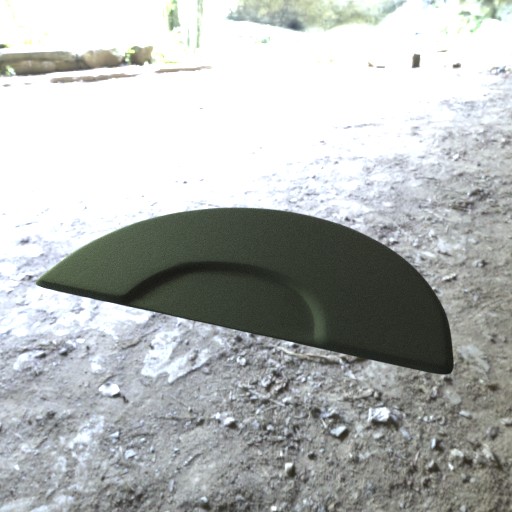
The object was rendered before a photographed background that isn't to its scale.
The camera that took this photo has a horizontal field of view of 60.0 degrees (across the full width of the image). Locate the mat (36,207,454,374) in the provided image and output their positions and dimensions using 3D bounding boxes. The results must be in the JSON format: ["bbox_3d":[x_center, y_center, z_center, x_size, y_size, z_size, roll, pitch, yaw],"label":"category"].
[{"bbox_3d":[0.000,0.000,1.869,1.525,0.022,0.917,10,33,15],"label":"mat"}]
